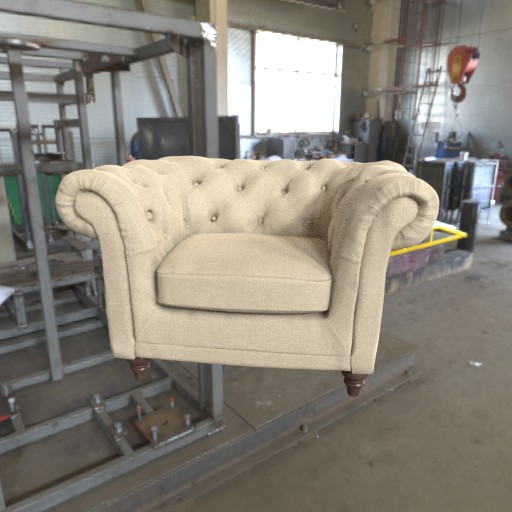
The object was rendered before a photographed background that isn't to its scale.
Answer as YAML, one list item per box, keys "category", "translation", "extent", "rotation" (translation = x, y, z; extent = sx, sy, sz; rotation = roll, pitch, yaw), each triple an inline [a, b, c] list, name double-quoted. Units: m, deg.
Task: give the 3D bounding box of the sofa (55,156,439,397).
- category: "sofa"
  translation: [0.000, 0.000, 2.078]
  extent: [1.405, 0.878, 1.034]
  rotation: [2, 16, 7]
